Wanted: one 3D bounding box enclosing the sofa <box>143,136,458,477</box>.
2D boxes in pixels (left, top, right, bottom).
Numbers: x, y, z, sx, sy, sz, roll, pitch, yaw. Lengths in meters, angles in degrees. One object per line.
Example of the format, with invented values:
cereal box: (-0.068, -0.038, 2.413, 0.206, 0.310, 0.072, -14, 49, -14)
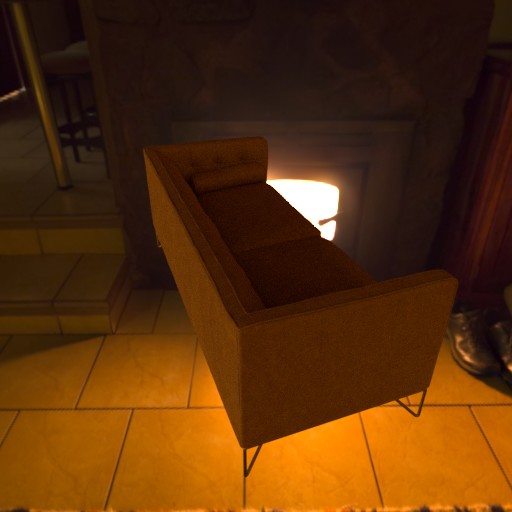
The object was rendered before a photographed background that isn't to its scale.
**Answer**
sofa: (0.000, 0.000, 2.562, 0.912, 0.798, 2.079, -11, 33, -18)
